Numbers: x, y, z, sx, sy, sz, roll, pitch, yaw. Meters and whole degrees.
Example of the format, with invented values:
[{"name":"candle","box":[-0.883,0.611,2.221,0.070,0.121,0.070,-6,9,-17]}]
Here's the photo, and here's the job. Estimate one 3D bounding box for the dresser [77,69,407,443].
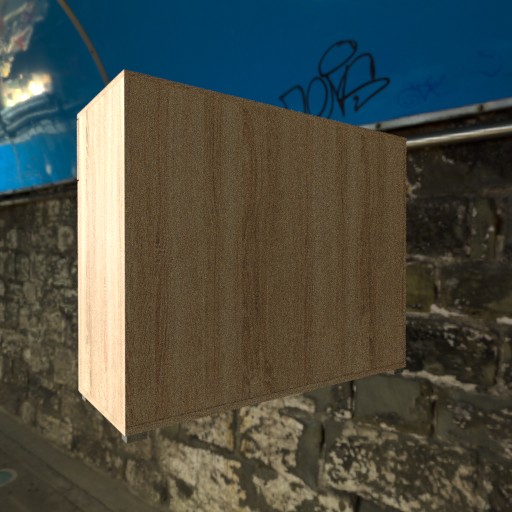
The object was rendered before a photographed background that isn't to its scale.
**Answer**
[{"name":"dresser","box":[0.000,0.000,1.564,1.100,0.900,0.450,0,1,-36]}]
